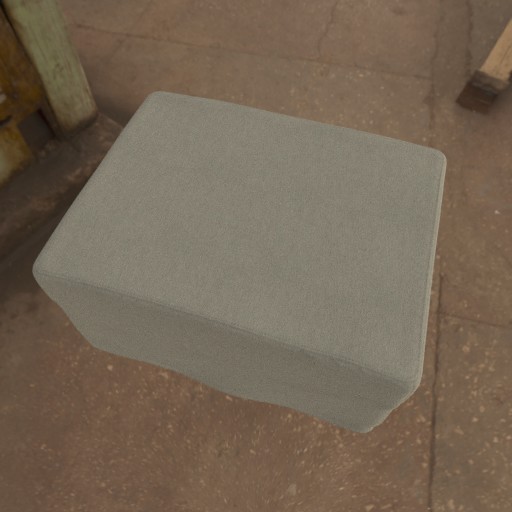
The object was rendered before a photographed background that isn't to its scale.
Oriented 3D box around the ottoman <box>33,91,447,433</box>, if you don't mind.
[{"bbox_3d":[0.000,0.000,1.204,0.833,0.461,0.648,15,59,9],"label":"ottoman"}]
